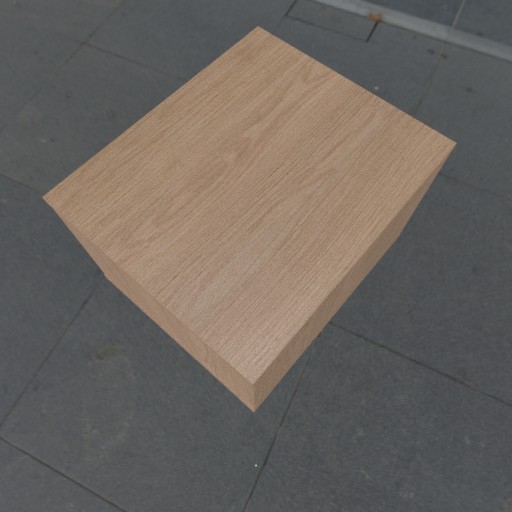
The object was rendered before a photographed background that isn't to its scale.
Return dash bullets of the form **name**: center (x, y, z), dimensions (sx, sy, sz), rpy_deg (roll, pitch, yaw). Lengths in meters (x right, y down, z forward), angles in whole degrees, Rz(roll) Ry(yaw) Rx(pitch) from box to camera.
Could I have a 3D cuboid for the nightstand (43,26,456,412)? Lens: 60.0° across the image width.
- **nightstand**: center (0.000, 0.000, 0.881), dimensions (0.380, 0.571, 0.450), rpy_deg (38, 70, 16)
